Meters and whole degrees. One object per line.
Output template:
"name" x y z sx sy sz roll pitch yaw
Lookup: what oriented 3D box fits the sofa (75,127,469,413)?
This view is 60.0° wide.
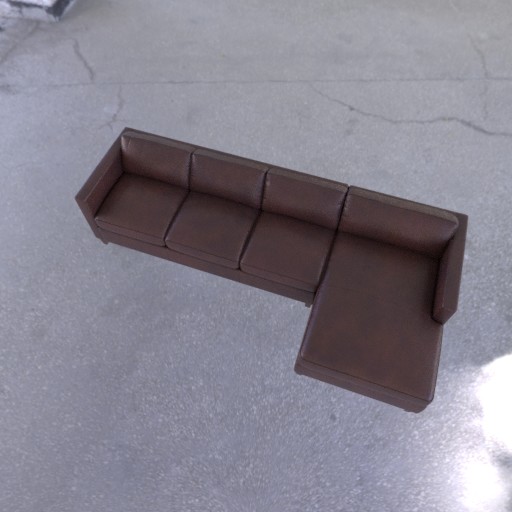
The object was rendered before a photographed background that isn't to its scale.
"sofa" 0.000 0.000 3.816 3.203 0.883 1.581 17 60 10
